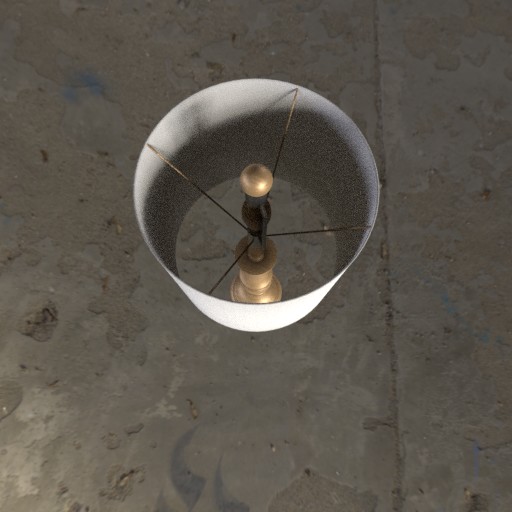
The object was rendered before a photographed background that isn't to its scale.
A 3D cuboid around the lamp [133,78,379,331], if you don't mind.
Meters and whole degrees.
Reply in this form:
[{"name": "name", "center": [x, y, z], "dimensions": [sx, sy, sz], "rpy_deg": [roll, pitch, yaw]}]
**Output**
[{"name": "lamp", "center": [0.000, 0.000, 0.716], "dimensions": [0.250, 0.597, 0.250], "rpy_deg": [21, 75, 6]}]
